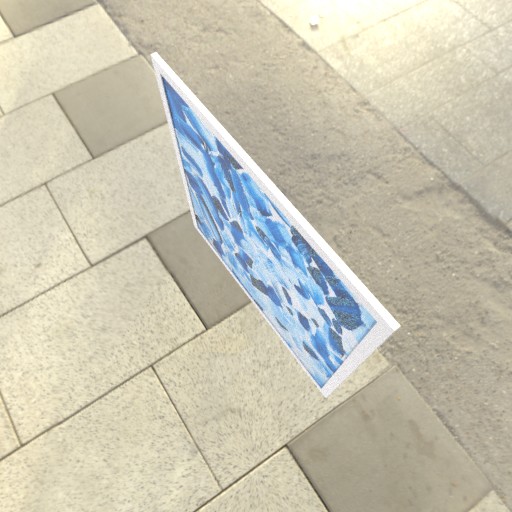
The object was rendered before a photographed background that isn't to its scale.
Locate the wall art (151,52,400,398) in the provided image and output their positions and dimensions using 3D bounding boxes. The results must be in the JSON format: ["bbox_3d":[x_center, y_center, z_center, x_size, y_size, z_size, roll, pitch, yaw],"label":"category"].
[{"bbox_3d":[0.000,0.000,1.255,0.015,0.812,0.812,-33,69,-15],"label":"wall art"}]
